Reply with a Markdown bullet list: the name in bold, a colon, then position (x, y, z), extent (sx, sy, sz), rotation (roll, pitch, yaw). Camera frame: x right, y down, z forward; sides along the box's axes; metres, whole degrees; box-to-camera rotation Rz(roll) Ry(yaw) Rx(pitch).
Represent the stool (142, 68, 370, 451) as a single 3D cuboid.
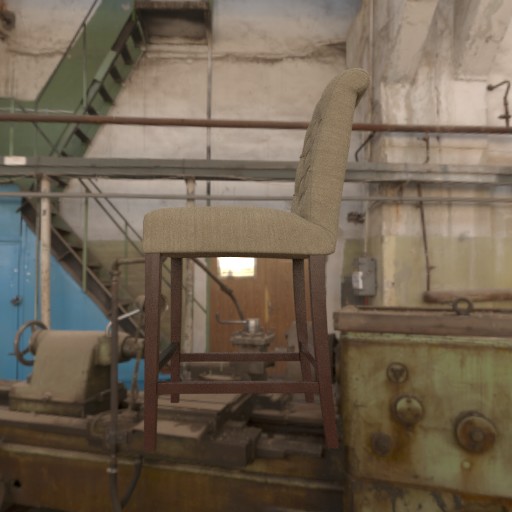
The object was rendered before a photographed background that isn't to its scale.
- **stool**: position (0.000, 0.000, 1.468), extent (0.660, 1.084, 0.486), rotation (0, -2, -1)
